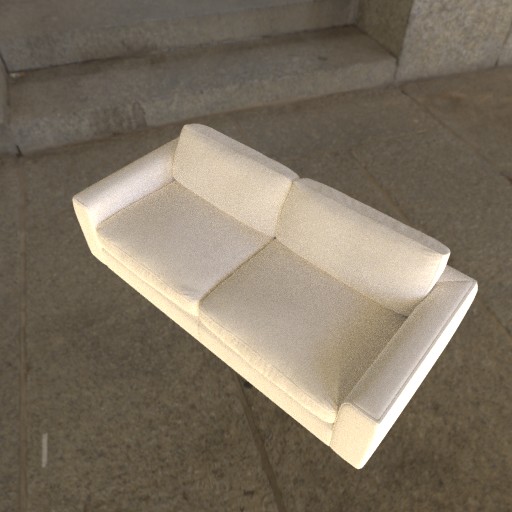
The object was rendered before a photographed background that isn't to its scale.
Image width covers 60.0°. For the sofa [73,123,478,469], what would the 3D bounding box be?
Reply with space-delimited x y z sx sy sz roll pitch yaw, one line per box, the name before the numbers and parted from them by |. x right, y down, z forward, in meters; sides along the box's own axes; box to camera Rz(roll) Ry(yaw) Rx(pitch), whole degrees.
sofa | 0.000 0.000 2.681 2.262 0.801 1.070 33 55 27
